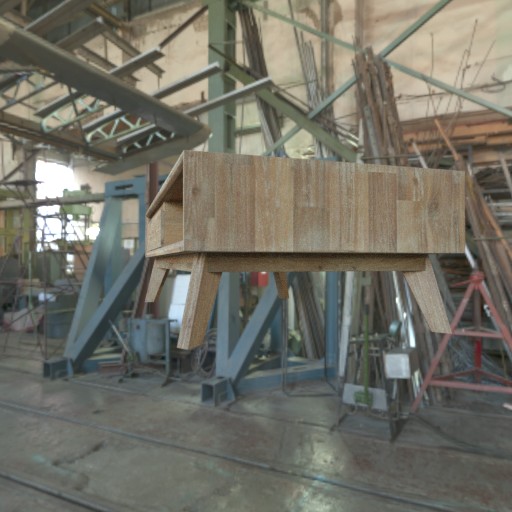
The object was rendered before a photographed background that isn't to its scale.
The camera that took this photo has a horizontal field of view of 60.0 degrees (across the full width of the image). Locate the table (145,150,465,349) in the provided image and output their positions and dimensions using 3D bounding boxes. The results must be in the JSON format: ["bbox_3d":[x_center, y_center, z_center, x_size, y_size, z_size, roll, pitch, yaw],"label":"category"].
[{"bbox_3d":[0.000,0.000,2.064,0.918,0.531,1.619,0,-1,-17],"label":"table"}]
